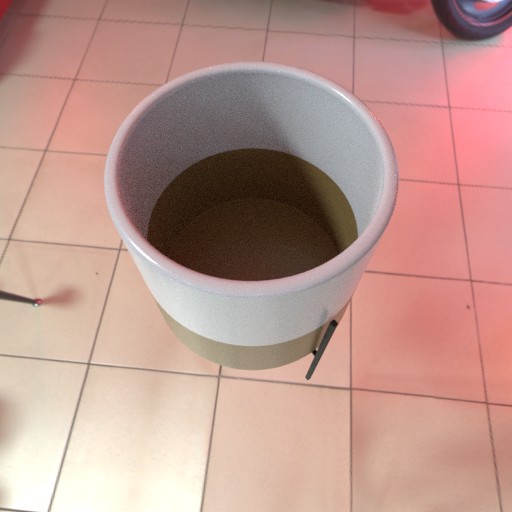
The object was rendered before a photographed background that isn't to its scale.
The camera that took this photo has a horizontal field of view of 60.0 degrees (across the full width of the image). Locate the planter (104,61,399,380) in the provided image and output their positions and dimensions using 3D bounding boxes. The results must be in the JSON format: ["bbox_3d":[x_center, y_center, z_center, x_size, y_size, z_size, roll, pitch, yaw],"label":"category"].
[{"bbox_3d":[0.000,0.000,0.643,0.310,0.432,0.310,35,68,17],"label":"planter"}]
